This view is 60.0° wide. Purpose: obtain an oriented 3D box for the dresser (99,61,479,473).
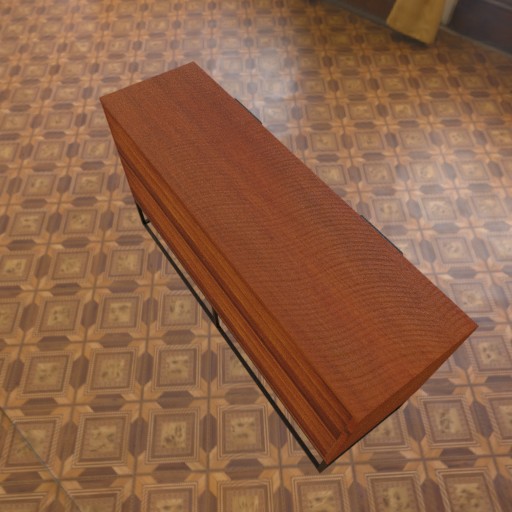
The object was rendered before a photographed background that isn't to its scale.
[{"bbox_3d":[0.000,0.000,1.836,0.464,0.810,1.536,-30,61,-19],"label":"dresser"}]
